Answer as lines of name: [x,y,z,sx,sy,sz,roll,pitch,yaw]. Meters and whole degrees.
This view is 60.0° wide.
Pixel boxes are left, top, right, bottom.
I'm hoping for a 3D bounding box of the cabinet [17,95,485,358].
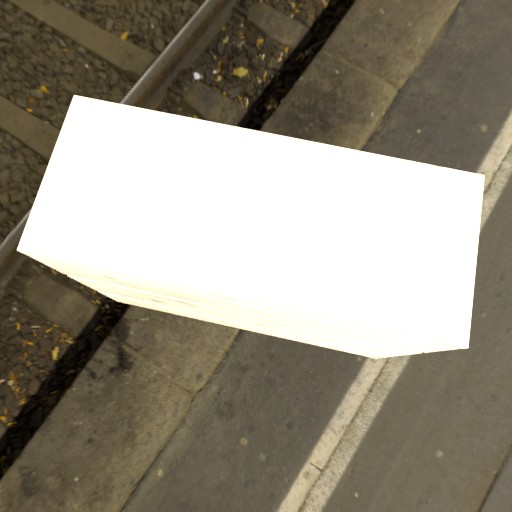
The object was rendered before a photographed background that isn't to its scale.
cabinet: [0.000,0.000,1.444,1.040,0.820,0.420,12,76,3]
